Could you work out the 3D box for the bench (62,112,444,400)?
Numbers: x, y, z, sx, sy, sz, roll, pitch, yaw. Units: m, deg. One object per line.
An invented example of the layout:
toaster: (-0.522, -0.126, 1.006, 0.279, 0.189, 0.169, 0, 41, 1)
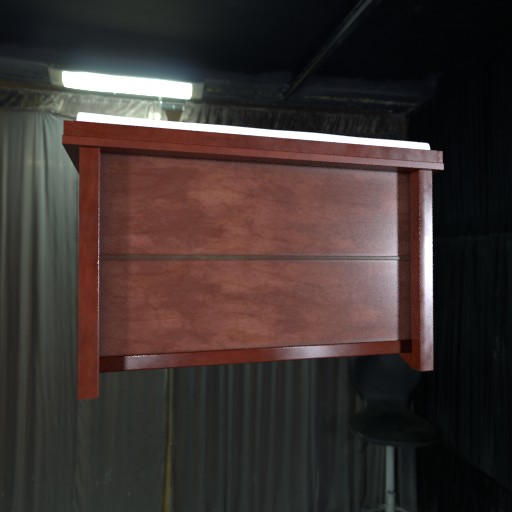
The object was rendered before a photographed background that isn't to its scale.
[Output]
bench: (0.000, 0.000, 1.277, 0.987, 0.646, 0.369, 0, -1, -16)
